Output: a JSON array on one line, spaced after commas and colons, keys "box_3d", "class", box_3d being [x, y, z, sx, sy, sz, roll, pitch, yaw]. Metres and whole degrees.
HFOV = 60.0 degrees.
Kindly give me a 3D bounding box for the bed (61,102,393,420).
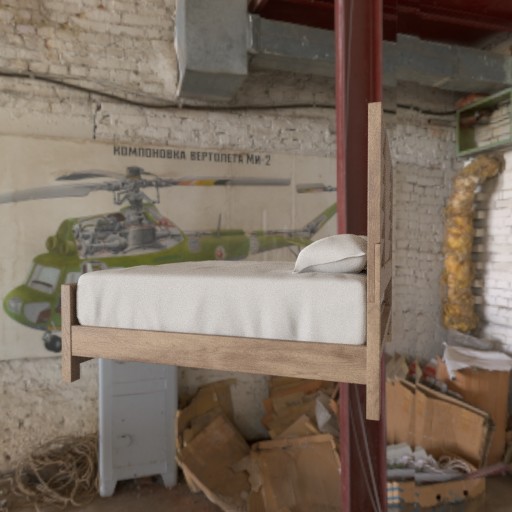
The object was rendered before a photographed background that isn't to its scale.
[{"box_3d": [0.000, 0.000, 3.541, 2.032, 1.626, 2.032, 1, 2, 19], "class": "bed"}]
